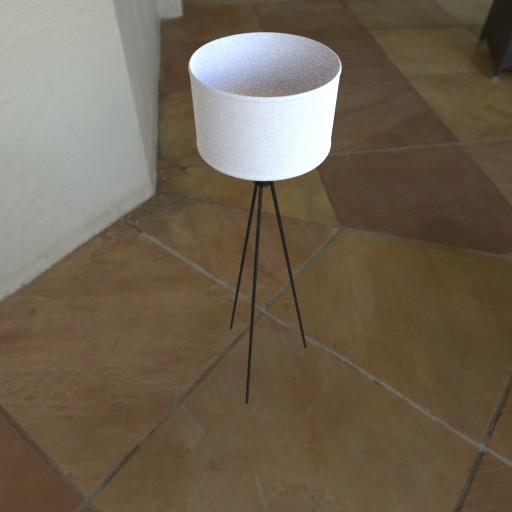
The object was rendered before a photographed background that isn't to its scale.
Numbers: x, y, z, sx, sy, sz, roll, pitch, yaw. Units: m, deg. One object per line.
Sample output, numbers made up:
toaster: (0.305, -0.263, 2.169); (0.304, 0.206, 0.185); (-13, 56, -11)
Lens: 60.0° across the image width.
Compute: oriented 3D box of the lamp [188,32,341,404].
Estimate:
lamp: (0.000, 0.000, 1.757); (0.458, 1.545, 0.448); (32, 55, 27)
